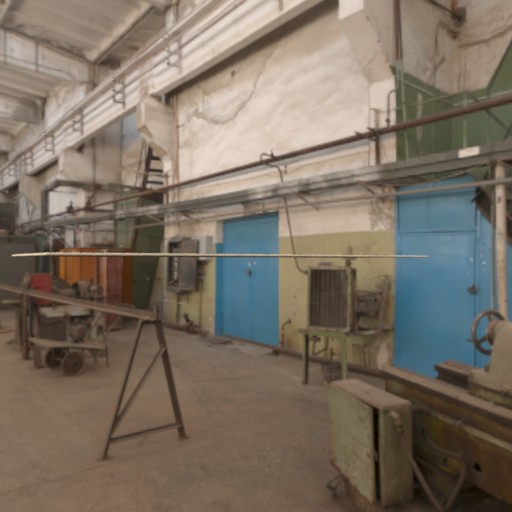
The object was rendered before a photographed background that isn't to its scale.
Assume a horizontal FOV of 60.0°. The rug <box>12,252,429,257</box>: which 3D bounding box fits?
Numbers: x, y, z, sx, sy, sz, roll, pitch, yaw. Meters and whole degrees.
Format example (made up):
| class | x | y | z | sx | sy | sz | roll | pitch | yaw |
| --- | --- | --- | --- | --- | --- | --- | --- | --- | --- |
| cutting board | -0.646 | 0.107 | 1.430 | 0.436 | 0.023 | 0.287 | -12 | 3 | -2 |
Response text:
| class | x | y | z | sx | sy | sz | roll | pitch | yaw |
| --- | --- | --- | --- | --- | --- | --- | --- | --- | --- |
| rug | 0.000 | 0.000 | 2.348 | 2.196 | 0.011 | 0.662 | 0 | -1 | -37 |
